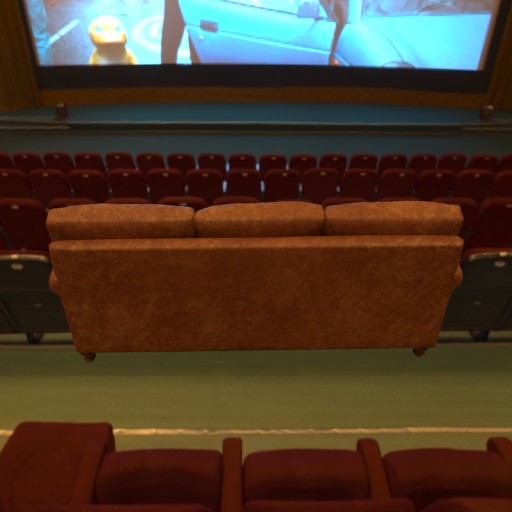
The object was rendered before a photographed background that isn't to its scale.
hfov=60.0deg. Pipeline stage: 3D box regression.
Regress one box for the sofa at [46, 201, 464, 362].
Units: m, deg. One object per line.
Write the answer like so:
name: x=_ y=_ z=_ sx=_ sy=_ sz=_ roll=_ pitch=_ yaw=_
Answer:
sofa: x=0.000 y=0.000 z=2.858 sx=2.351 sy=0.977 sz=0.973 roll=-1 pitch=30 yaw=-1
